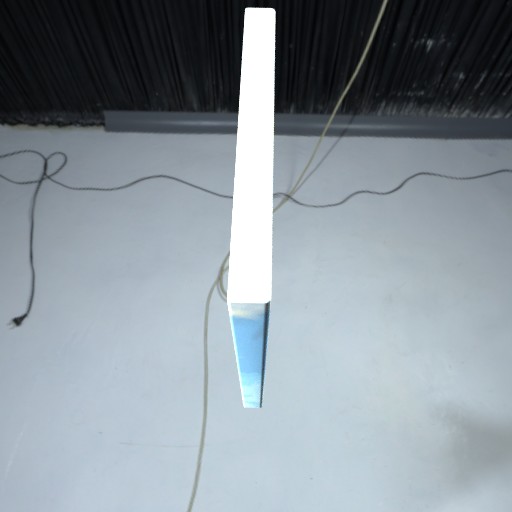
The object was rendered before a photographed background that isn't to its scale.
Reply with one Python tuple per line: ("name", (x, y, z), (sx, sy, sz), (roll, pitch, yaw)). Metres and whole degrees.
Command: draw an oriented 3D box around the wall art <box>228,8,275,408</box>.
("wall art", (0.000, 0.000, 0.745), (0.038, 0.610, 0.401), (1, 63, 1))
